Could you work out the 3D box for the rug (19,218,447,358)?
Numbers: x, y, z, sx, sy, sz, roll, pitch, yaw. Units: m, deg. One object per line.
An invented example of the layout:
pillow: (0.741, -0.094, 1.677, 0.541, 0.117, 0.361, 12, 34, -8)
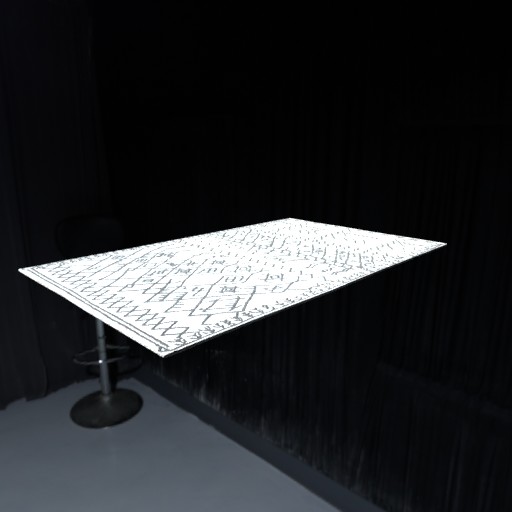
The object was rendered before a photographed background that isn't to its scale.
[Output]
rug: (0.000, 0.000, 2.933, 1.530, 0.012, 2.444, 14, 21, 43)
